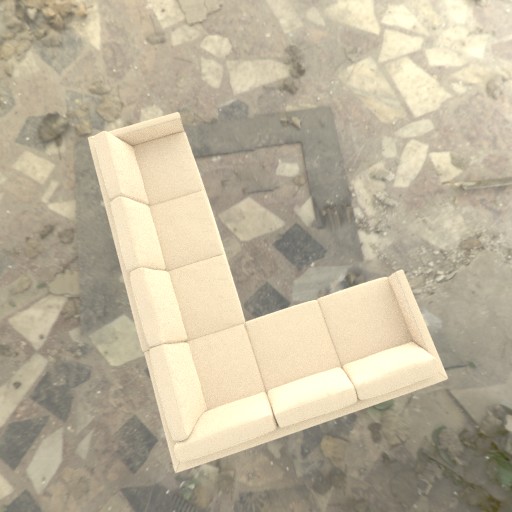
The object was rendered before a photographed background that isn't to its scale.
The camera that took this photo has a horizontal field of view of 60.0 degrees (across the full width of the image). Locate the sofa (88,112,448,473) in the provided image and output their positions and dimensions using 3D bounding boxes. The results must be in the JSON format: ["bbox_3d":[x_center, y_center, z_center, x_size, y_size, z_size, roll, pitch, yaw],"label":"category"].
[{"bbox_3d":[0.000,0.000,4.273,2.432,0.863,3.182,-17,77,-4],"label":"sofa"}]
